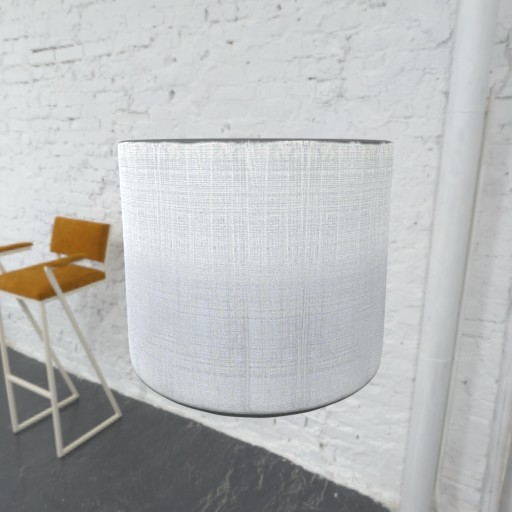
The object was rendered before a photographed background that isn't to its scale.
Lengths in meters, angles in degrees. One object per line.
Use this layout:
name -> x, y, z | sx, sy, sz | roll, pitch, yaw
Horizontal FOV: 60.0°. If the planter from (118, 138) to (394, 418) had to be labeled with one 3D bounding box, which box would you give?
planter -> 0.000, 0.000, 0.442 | 0.254, 0.221, 0.254 | 0, 13, 0
